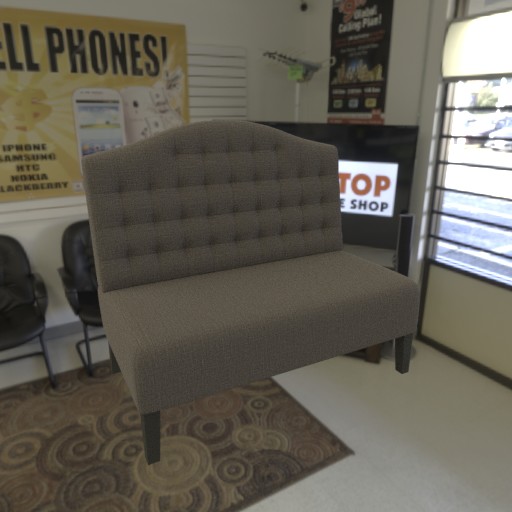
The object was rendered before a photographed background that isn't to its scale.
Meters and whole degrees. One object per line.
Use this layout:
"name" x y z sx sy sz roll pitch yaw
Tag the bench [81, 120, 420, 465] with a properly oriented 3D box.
"bench" 0.000 0.000 2.039 1.335 1.180 0.815 -9 20 -26
